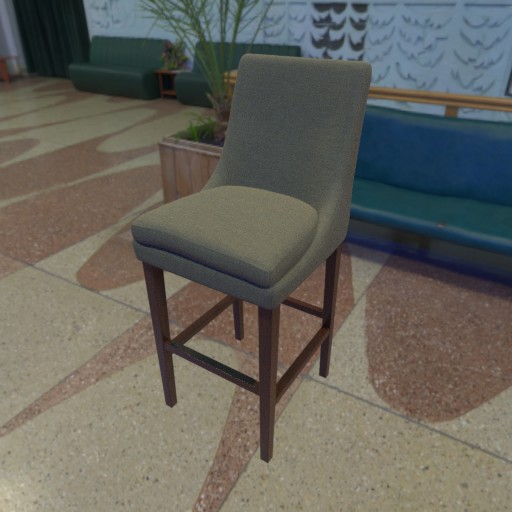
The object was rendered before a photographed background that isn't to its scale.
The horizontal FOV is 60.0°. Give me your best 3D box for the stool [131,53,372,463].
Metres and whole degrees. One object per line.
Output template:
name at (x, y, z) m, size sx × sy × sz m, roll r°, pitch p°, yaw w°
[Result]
stool at (0.000, 0.000, 1.361) m, size 0.470 × 1.078 × 0.577 m, roll 18°, pitch 34°, yaw 28°
